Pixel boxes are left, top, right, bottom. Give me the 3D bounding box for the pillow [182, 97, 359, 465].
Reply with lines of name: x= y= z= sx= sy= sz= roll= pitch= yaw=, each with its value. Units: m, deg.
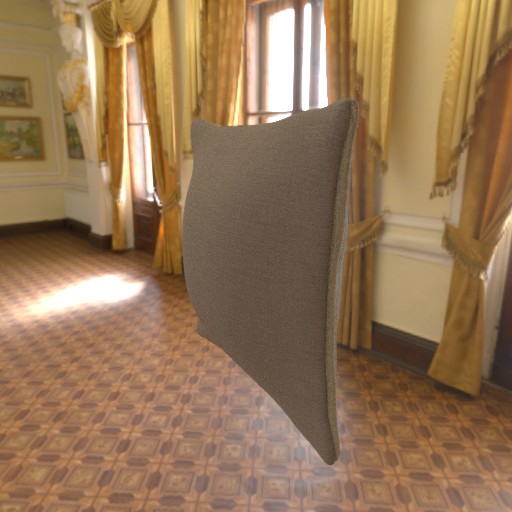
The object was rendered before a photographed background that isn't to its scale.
pillow: x=0.000 y=0.000 z=0.664 sx=0.189 sy=0.416 sz=0.435 roll=-7 pitch=16 yaw=-27
